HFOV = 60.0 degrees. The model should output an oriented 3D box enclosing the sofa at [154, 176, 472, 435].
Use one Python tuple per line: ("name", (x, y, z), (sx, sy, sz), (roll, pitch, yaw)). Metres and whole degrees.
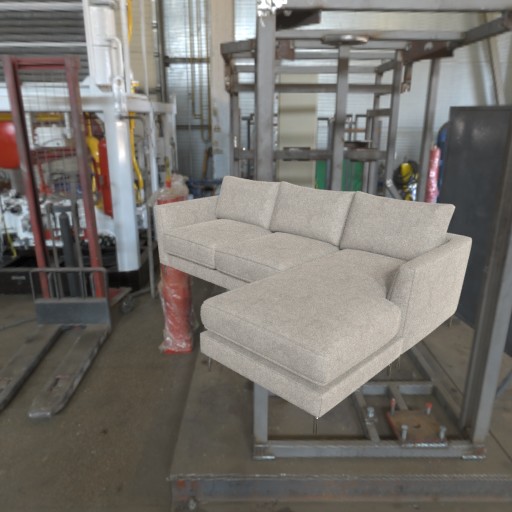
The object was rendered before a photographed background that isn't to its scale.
("sofa", (0.000, 0.000, 3.186), (2.438, 0.864, 1.626), (16, 24, 42))
